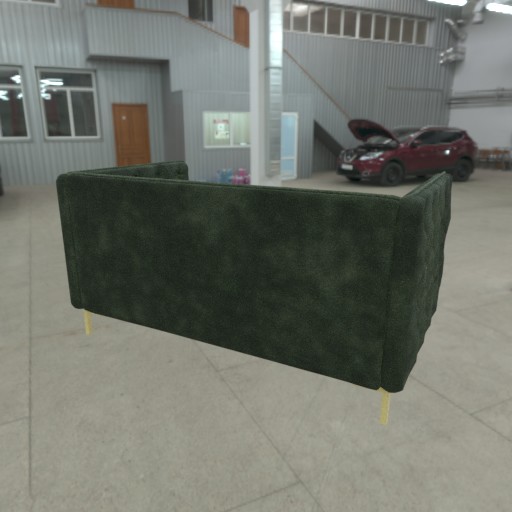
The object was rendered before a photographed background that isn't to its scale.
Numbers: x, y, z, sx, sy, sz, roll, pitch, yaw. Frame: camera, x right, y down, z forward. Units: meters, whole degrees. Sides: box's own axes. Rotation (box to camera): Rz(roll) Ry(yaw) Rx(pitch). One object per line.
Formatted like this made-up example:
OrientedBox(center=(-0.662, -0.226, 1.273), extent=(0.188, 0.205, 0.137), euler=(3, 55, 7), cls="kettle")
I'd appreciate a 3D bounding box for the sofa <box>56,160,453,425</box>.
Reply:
OrientedBox(center=(0.000, 0.000, 2.032), extent=(1.537, 0.768, 0.895), euler=(9, 18, 27), cls="sofa")
